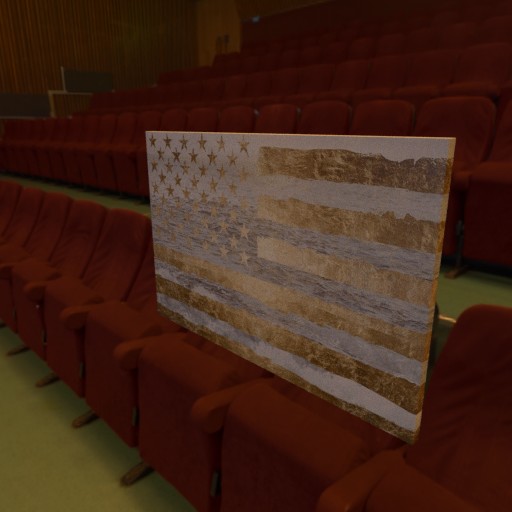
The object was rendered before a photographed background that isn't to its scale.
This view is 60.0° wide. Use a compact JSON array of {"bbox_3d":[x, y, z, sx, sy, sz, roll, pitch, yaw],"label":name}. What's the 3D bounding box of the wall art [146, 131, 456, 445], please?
[{"bbox_3d":[0.000,0.000,1.147,0.932,0.610,0.027,16,23,42],"label":"wall art"}]
